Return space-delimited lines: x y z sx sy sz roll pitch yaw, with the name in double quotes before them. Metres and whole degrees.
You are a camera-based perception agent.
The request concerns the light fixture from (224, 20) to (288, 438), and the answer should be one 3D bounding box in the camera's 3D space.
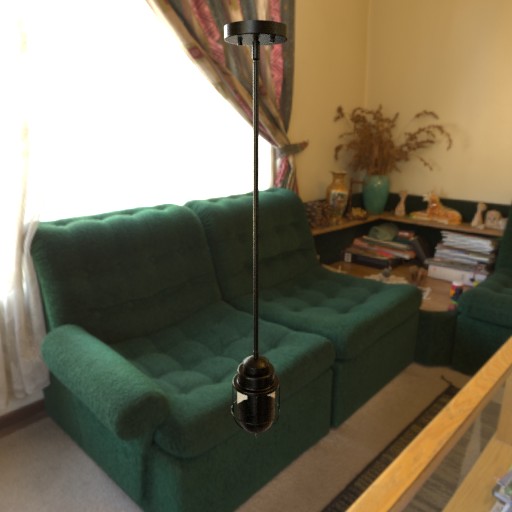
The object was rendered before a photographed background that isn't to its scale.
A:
"light fixture" 0.000 0.000 0.985 0.123 0.920 0.123 8 18 26
